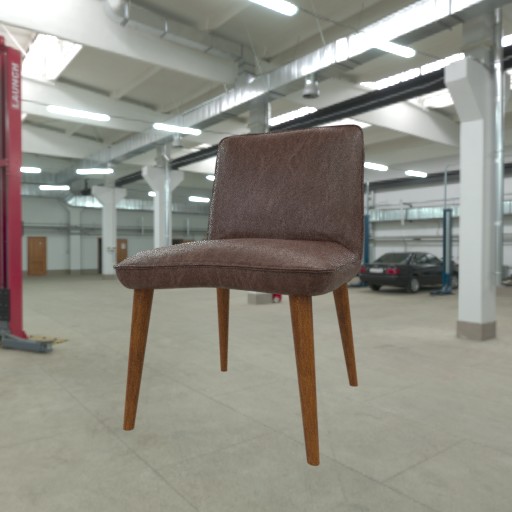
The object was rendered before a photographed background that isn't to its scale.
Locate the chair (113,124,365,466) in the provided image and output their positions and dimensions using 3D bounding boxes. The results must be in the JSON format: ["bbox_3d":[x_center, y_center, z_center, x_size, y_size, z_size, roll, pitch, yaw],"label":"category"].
[{"bbox_3d":[0.000,0.000,1.188,0.543,0.803,0.645,0,1,17],"label":"chair"}]
